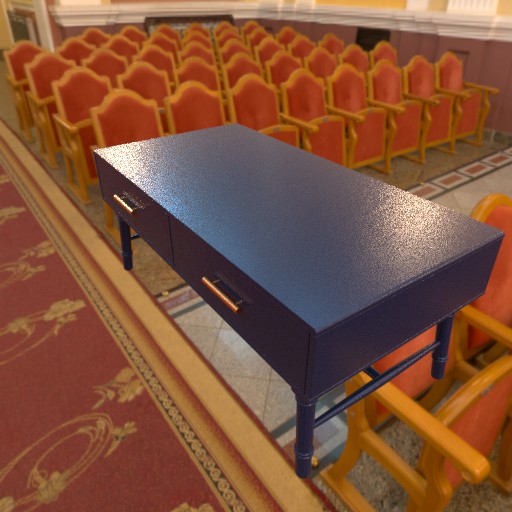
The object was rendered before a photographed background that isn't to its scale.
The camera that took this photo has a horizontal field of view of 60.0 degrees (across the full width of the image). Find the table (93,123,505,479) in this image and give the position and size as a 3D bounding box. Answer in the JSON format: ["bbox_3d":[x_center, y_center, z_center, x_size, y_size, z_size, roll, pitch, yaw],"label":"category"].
[{"bbox_3d":[0.000,0.000,1.309,0.572,0.457,1.067,-21,37,-30],"label":"table"}]
